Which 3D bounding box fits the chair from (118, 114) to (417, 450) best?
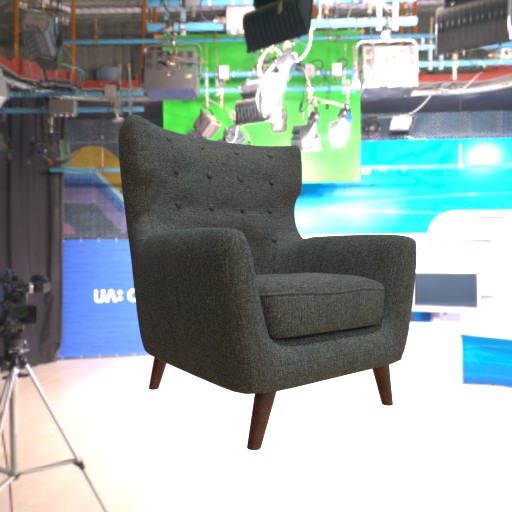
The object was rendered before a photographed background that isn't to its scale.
[{"bbox_3d":[0.000,0.000,1.726,0.878,1.063,0.904,0,0,-37],"label":"chair"}]
